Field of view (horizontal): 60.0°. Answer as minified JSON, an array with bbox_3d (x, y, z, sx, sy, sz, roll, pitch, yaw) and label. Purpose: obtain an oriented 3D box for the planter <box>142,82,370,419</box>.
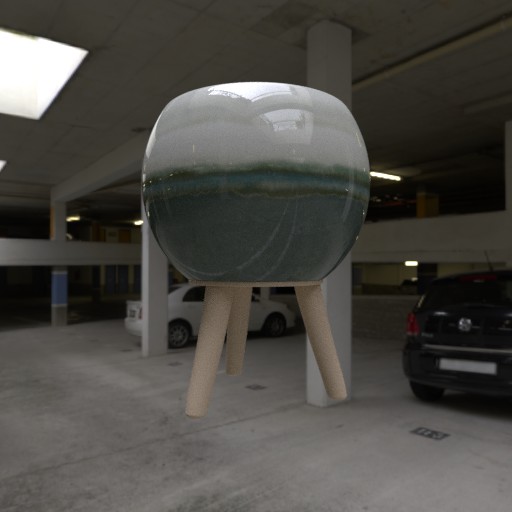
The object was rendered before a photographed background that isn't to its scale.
[{"bbox_3d":[0.000,0.000,0.443,0.222,0.278,0.222,0,-1,0],"label":"planter"}]
